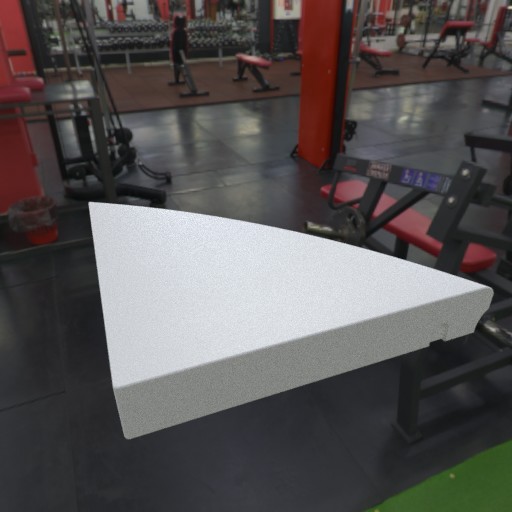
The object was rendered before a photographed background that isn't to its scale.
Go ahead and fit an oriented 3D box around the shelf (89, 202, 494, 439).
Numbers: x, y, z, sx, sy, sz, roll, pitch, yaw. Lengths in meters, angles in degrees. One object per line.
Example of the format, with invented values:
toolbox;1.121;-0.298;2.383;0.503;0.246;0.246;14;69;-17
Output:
shelf;0.000;0.000;0.457;0.310;0.050;0.310;-11;33;-18
